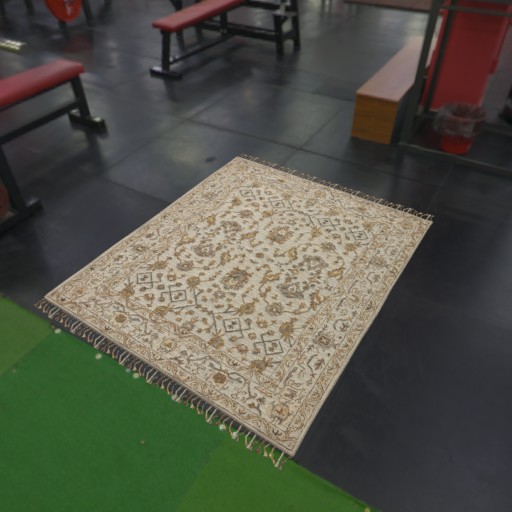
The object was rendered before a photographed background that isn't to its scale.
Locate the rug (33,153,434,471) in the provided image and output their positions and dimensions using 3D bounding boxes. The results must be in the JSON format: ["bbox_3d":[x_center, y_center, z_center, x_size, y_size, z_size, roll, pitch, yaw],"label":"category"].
[{"bbox_3d":[0.000,0.000,4.100,2.426,0.034,3.061,24,47,24],"label":"rug"}]
